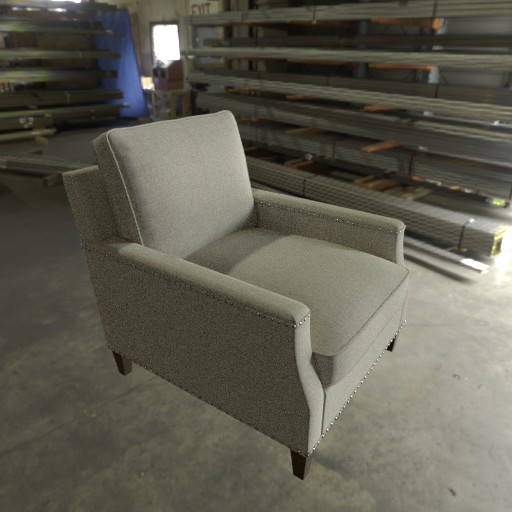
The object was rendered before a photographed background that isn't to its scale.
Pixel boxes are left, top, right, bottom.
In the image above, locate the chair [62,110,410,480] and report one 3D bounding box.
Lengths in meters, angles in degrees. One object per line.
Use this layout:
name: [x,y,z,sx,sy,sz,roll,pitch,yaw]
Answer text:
chair: [0.000,0.000,1.670,1.014,0.943,0.853,17,30,31]
